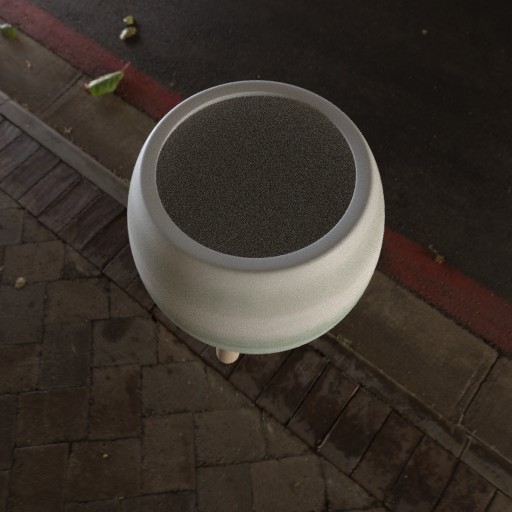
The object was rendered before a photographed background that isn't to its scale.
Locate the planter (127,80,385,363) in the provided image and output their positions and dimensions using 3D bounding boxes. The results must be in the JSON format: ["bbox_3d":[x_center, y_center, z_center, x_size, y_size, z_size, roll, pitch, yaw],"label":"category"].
[{"bbox_3d":[0.000,0.000,0.334,0.161,0.224,0.161,0,65,0],"label":"planter"}]
